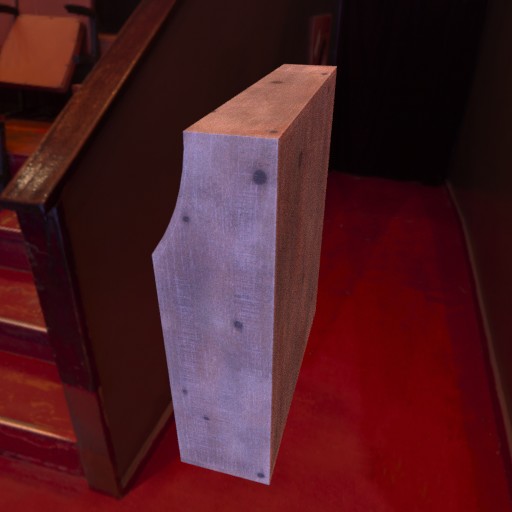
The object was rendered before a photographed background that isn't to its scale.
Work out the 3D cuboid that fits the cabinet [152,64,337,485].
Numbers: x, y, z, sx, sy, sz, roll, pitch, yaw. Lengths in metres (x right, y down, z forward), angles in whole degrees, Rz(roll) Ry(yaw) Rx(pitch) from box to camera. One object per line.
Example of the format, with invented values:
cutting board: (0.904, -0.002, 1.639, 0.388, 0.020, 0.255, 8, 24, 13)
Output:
cabinet: (0.000, 0.000, 0.819, 0.184, 0.590, 0.489, 8, 32, 13)
